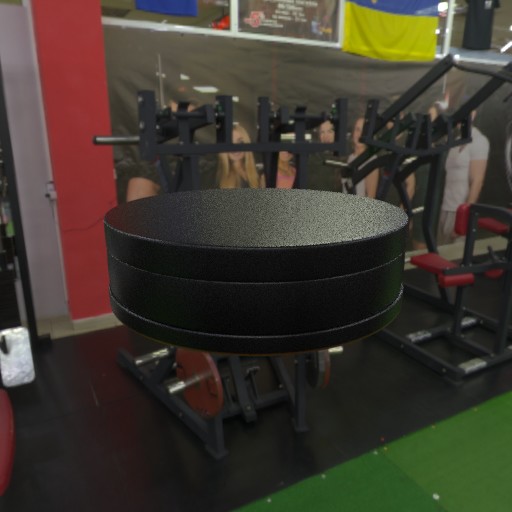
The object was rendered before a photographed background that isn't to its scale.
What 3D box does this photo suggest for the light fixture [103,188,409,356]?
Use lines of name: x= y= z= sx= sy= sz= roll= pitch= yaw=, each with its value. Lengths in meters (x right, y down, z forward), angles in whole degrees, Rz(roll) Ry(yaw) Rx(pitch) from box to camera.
light fixture: x=0.000 y=0.000 z=0.442 sx=0.283 sy=0.097 sz=0.283 roll=0 pitch=17 yaw=0
